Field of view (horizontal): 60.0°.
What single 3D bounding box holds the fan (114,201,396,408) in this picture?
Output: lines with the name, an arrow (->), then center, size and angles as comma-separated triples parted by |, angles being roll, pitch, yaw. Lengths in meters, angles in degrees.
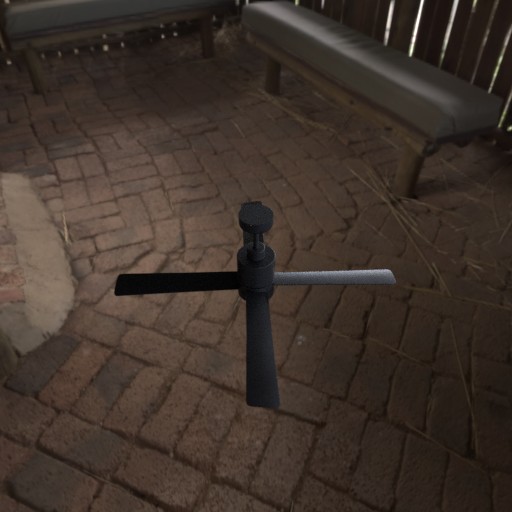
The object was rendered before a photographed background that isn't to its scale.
fan -> 0.000, 0.000, 2.315 | 1.525, 0.534, 1.525 | -1, 41, -1
